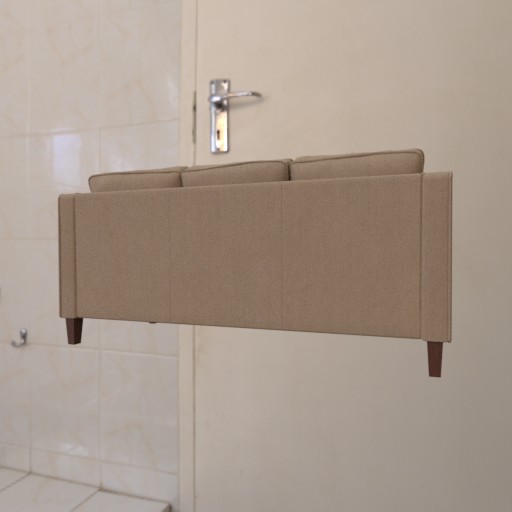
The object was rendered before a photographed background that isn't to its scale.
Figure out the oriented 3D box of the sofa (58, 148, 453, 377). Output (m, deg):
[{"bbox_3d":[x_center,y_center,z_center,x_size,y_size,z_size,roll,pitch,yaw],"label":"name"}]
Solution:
[{"bbox_3d":[0.000,0.000,2.510,1.986,0.974,0.911,0,0,20],"label":"sofa"}]
